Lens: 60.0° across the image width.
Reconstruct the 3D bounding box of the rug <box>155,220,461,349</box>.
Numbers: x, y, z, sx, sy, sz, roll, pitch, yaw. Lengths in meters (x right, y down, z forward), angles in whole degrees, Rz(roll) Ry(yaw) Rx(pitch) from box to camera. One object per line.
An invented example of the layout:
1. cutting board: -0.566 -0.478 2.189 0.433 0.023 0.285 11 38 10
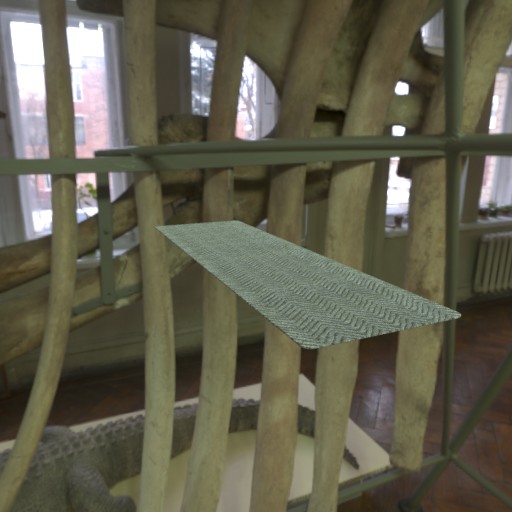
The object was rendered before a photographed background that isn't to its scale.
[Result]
1. rug: 0.000 0.000 2.528 0.686 0.008 2.286 -6 16 -23
